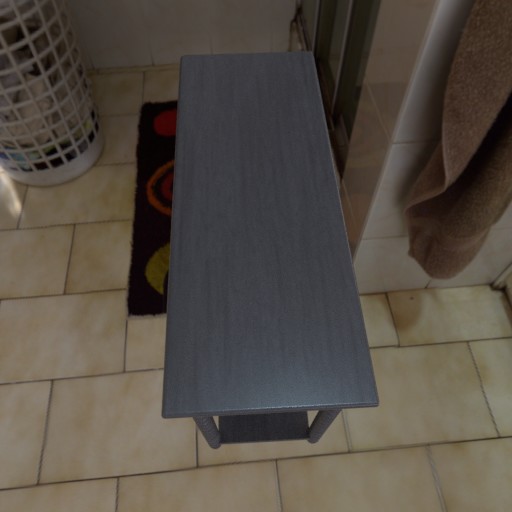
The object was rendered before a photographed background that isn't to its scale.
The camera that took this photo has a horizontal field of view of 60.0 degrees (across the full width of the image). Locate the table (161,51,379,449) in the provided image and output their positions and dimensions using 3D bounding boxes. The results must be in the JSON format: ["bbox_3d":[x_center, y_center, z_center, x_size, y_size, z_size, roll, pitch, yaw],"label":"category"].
[{"bbox_3d":[0.000,0.000,1.520,0.459,0.735,1.184,-3,59,-2],"label":"table"}]
